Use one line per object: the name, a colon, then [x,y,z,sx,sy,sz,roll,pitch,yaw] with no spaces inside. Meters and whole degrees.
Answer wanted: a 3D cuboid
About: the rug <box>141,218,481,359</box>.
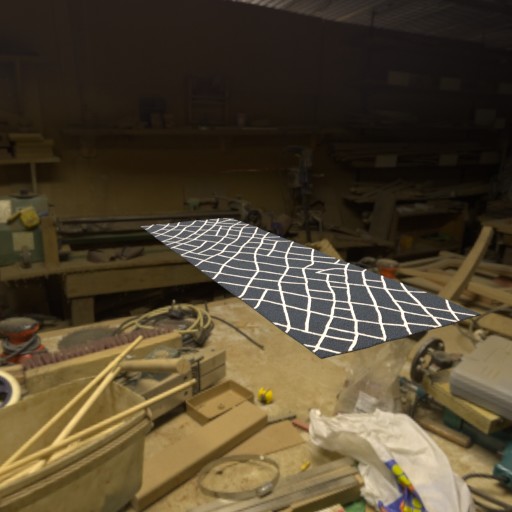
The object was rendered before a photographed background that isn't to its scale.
rug: [0.000,0.000,2.669,0.807,0.010,2.476,-8,17,-27]
